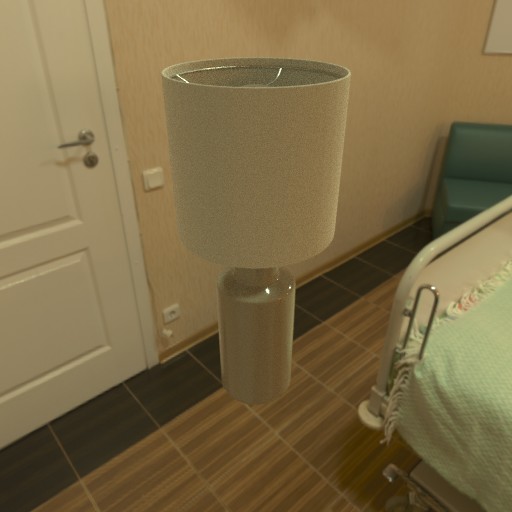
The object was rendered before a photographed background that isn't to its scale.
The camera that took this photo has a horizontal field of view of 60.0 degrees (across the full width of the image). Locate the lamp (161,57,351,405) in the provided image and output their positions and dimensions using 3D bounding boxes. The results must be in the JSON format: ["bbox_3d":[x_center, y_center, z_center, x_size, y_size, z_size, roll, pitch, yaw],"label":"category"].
[{"bbox_3d":[0.000,0.000,0.630,0.212,0.493,0.212,10,33,16],"label":"lamp"}]
